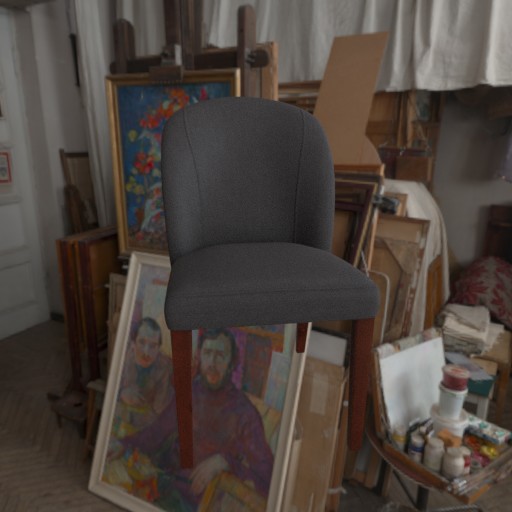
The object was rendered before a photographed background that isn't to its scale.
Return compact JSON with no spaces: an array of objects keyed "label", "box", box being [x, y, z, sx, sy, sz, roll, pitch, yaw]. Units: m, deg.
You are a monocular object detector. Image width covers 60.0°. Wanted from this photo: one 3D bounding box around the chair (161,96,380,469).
[{"label":"chair","box":[0.000,0.000,1.236,0.506,0.879,0.619,-2,16,-8]}]
